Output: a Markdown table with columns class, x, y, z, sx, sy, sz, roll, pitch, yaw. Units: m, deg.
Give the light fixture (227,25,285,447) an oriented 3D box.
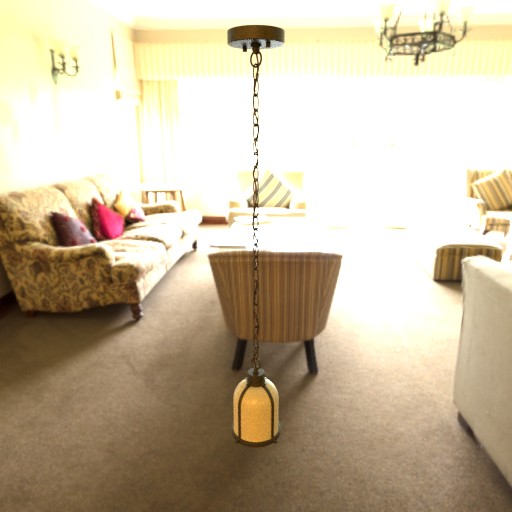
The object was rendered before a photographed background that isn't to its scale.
| class | x | y | z | sx | sy | sz | roll | pitch | yaw |
| --- | --- | --- | --- | --- | --- | --- | --- | --- | --- |
| light fixture | 0.000 | 0.000 | 1.281 | 0.178 | 1.181 | 0.178 | 15 | 22 | 43 |
